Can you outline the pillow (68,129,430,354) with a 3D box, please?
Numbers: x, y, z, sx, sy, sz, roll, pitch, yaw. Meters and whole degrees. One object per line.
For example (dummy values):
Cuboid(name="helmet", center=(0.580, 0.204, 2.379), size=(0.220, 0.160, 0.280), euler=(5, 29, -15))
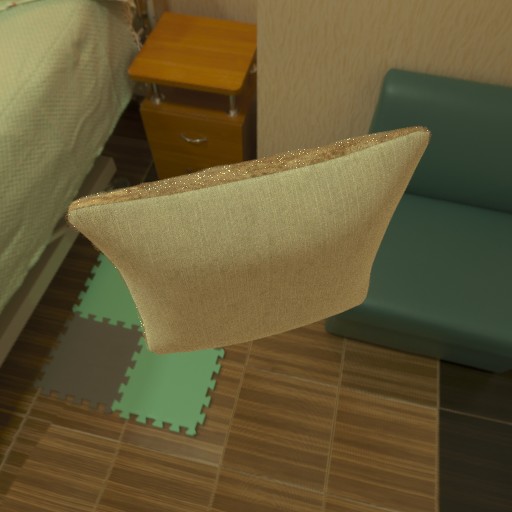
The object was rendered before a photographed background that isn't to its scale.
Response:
Cuboid(name="pillow", center=(0.000, 0.000, 0.834), size=(0.538, 0.525, 0.216), euler=(-13, 57, -9))
